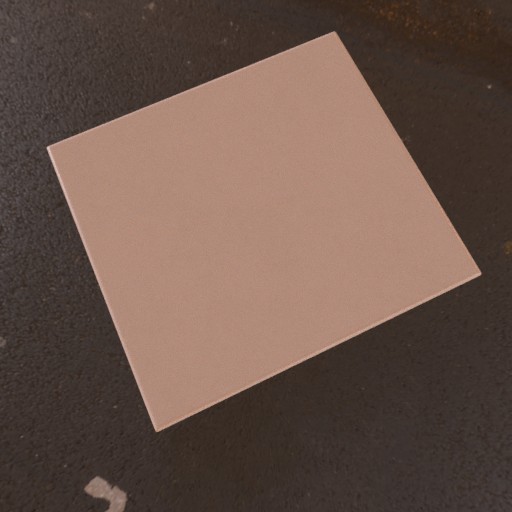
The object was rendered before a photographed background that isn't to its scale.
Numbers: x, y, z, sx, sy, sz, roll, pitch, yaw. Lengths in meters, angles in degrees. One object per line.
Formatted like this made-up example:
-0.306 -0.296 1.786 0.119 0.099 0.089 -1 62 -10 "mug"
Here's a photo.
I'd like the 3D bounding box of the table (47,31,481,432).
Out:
0.000 0.000 0.909 0.488 0.565 0.442 -24 77 -6 "table"
